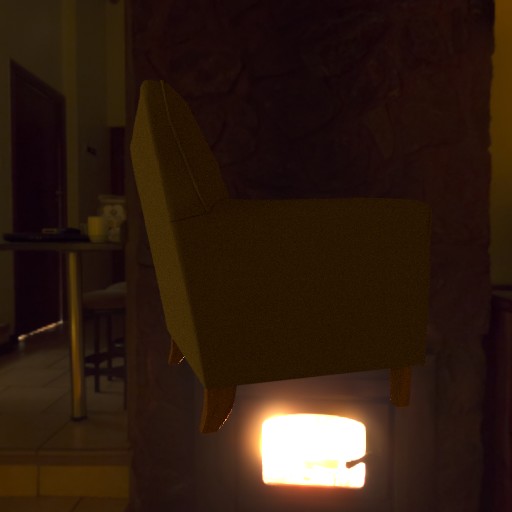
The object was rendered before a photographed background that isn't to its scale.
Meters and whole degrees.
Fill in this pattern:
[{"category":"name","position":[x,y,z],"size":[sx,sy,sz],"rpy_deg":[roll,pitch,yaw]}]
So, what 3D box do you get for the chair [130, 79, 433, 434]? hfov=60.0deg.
[{"category":"chair","position":[0.000,0.000,1.577],"size":[0.831,0.911,0.836],"rpy_deg":[-1,2,-18]}]
